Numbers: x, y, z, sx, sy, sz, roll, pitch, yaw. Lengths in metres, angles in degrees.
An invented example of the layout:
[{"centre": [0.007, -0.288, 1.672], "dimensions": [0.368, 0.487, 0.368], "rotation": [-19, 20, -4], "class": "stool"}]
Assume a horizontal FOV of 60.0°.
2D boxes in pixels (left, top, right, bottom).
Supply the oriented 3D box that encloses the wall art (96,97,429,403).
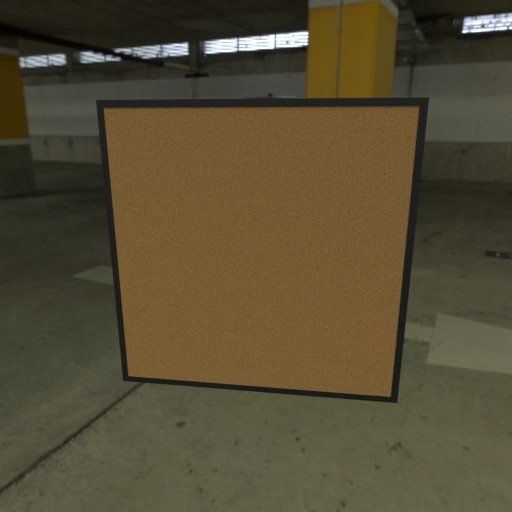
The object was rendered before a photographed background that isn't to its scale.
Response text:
[{"centre": [0.000, 0.000, 0.762], "dimensions": [0.509, 0.509, 0.040], "rotation": [2, 17, 8], "class": "wall art"}]
